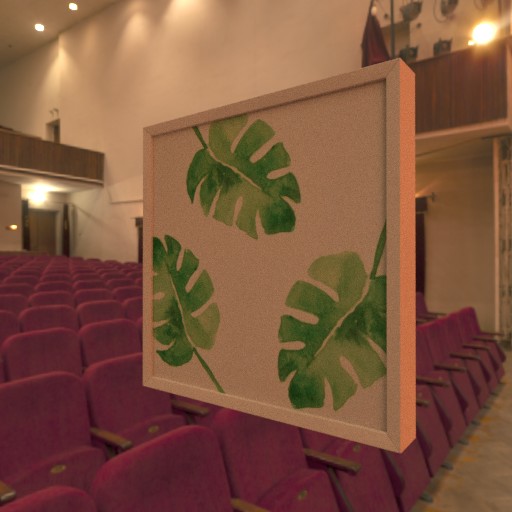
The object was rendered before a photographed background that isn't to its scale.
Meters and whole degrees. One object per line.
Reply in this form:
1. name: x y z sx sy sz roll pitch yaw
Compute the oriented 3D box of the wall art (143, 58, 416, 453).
1. wall art: 0.000 0.000 0.447 0.305 0.305 0.038 0 0 37
